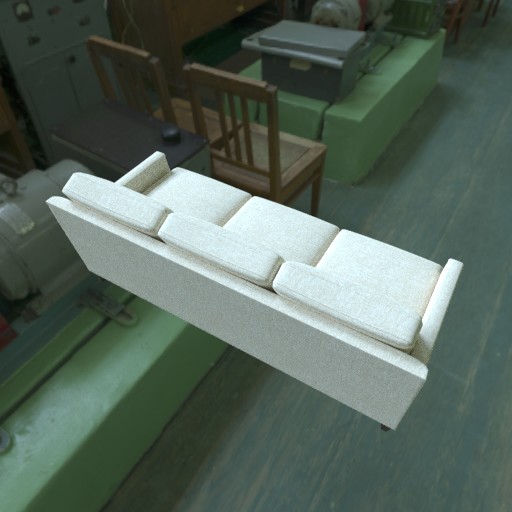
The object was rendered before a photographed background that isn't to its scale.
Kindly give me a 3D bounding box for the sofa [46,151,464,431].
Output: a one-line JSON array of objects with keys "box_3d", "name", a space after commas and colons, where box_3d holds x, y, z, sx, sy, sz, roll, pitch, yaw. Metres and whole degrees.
[{"box_3d": [0.000, 0.000, 2.713, 2.210, 0.940, 1.041, 23, 51, 21], "name": "sofa"}]
